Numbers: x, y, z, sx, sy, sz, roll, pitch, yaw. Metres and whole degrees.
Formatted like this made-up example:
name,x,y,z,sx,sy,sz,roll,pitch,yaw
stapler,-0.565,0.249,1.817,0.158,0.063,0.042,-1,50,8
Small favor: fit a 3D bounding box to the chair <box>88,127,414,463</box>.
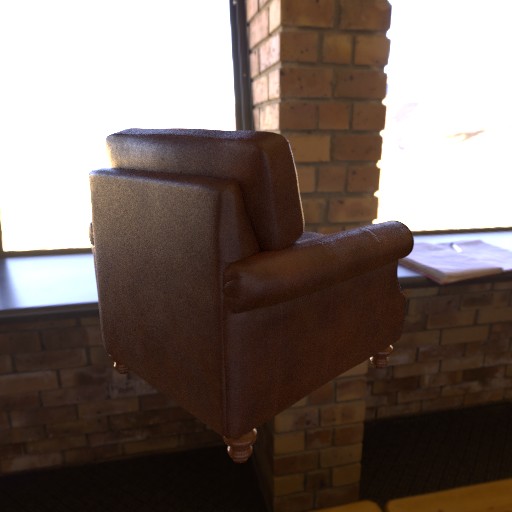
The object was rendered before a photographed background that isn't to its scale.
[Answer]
name,x,y,z,sx,sy,sz,roll,pitch,yaw
chair,0.000,0.000,1.748,0.992,0.972,0.989,-14,21,-42
